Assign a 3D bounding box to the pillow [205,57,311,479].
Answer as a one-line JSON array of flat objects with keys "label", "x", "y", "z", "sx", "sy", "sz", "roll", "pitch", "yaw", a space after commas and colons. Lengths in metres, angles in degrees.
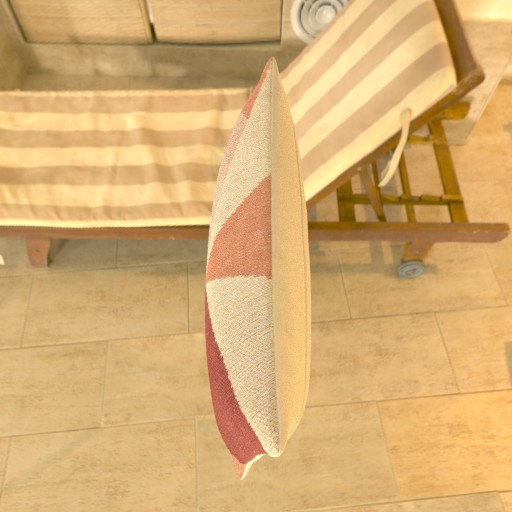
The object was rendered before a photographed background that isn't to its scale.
[{"label": "pillow", "x": 0.000, "y": 0.000, "z": 0.696, "sx": 0.155, "sy": 0.292, "sz": 0.609, "roll": 0, "pitch": 59, "yaw": 0}]
